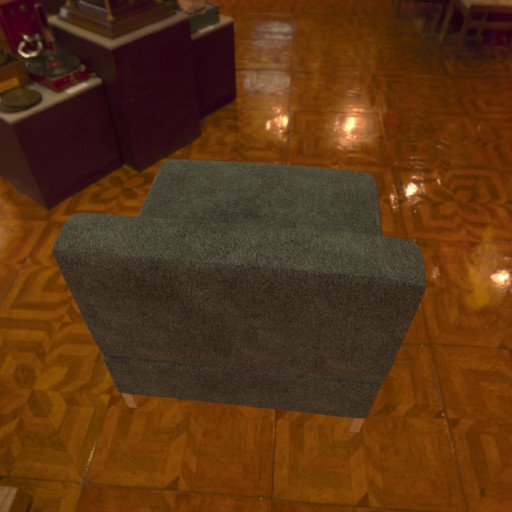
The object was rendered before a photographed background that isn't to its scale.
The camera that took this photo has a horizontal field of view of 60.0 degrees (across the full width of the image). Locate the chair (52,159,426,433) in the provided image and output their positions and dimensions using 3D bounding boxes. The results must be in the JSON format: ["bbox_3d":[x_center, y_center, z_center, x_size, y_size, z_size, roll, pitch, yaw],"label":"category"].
[{"bbox_3d":[0.000,0.000,1.216,0.680,0.660,0.680,5,47,4],"label":"chair"}]
